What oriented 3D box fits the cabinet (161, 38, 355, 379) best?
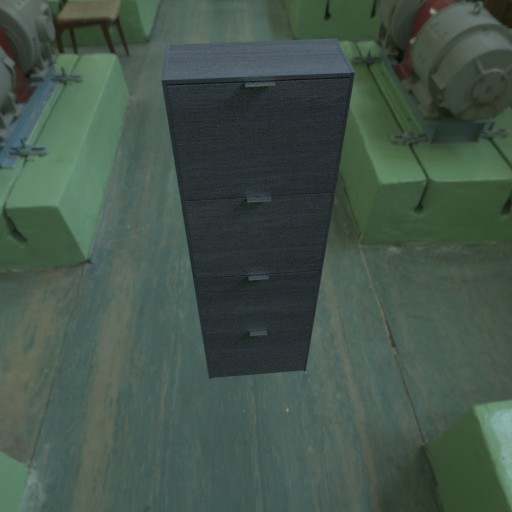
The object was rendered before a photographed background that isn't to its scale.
[{"bbox_3d":[0.000,0.000,1.851,0.520,1.630,0.255,-4,47,-4],"label":"cabinet"}]
